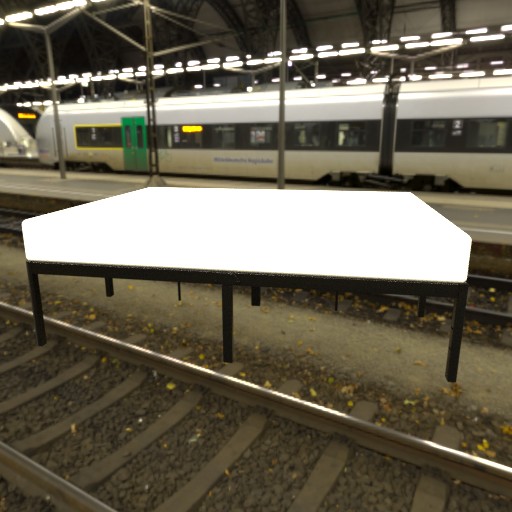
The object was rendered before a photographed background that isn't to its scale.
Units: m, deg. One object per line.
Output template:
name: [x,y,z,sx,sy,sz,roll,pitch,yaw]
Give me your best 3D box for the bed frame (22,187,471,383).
bed frame: [0.000,0.000,2.768,2.072,0.659,1.557,3,15,10]
